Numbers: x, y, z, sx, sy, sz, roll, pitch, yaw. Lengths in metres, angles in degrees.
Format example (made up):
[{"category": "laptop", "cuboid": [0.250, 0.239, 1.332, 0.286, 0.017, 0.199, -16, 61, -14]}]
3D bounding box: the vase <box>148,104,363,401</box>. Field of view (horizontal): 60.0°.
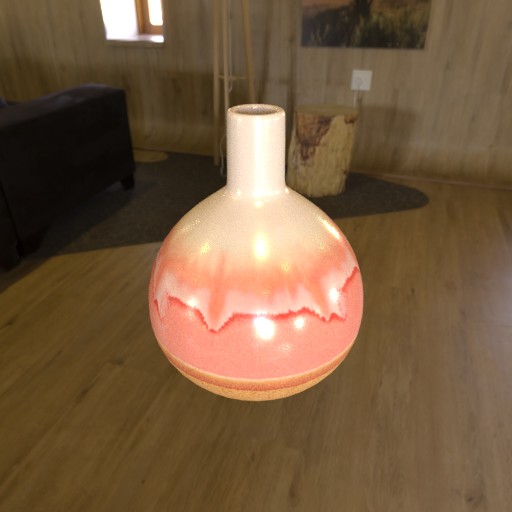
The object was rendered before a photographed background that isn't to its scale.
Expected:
[{"category": "vase", "cuboid": [0.000, 0.000, 0.274, 0.137, 0.176, 0.137, 0, 30, 0]}]
